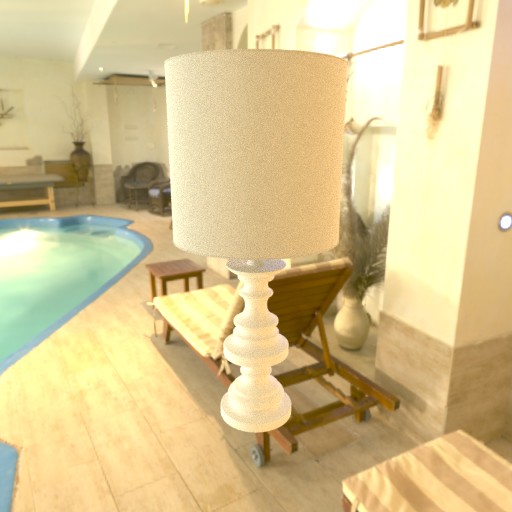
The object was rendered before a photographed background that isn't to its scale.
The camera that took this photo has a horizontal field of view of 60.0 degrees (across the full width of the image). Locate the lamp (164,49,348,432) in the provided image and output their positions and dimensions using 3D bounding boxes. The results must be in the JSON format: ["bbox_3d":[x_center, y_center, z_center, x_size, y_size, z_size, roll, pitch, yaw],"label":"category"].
[{"bbox_3d":[0.000,0.000,0.572,0.208,0.455,0.208,-7,17,-25],"label":"lamp"}]
